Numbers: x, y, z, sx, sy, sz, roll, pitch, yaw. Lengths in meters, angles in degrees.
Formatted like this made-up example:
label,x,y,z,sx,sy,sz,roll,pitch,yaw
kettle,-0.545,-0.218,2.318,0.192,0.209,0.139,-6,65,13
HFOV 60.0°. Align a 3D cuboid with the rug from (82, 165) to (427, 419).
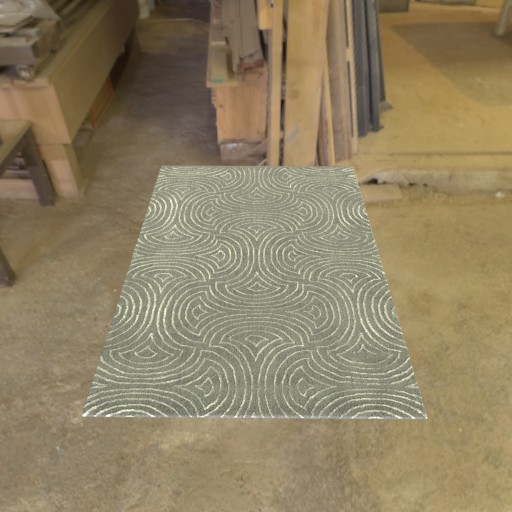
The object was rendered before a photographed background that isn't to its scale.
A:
label,x,y,z,sx,sy,sz,roll,pitch,yaw
rug,0.000,0.000,2.772,1.543,0.015,2.144,0,42,0
